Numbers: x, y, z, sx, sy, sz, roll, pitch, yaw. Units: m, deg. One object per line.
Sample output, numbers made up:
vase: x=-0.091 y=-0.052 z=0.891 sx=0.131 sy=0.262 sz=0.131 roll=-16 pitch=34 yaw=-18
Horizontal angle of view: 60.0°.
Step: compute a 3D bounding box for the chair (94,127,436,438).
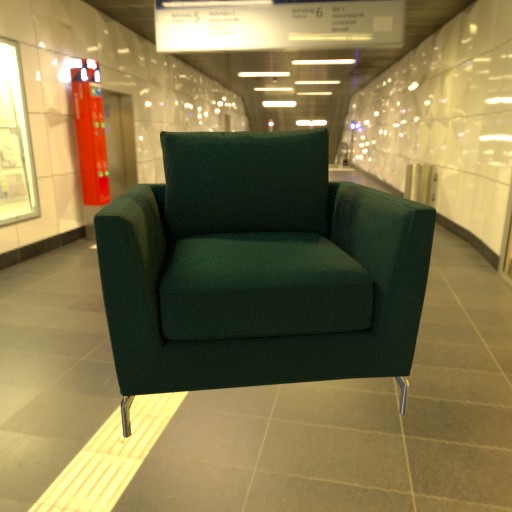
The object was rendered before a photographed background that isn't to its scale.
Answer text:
chair: x=0.000 y=0.000 z=1.778 sx=1.047 sy=0.997 sz=0.852 roll=-2 pitch=15 yaw=-7
